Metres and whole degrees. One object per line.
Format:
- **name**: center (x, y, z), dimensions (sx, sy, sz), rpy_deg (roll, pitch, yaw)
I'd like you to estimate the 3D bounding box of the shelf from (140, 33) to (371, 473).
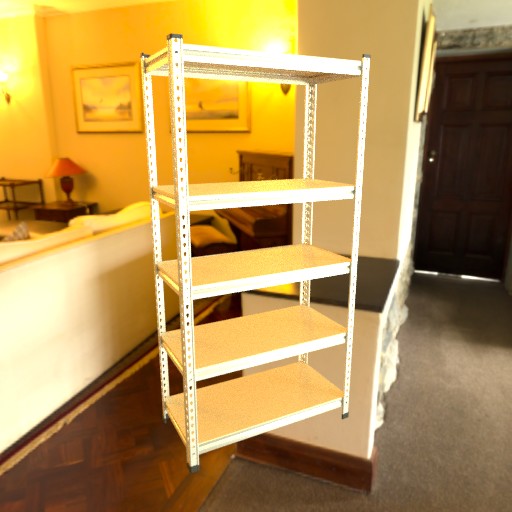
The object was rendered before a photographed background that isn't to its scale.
- **shelf**: center (0.000, 0.000, 2.181), dimensions (0.914, 1.829, 0.457), rpy_deg (-8, 17, -26)
